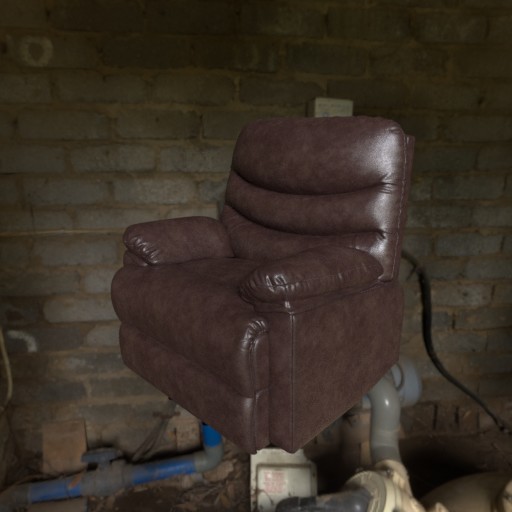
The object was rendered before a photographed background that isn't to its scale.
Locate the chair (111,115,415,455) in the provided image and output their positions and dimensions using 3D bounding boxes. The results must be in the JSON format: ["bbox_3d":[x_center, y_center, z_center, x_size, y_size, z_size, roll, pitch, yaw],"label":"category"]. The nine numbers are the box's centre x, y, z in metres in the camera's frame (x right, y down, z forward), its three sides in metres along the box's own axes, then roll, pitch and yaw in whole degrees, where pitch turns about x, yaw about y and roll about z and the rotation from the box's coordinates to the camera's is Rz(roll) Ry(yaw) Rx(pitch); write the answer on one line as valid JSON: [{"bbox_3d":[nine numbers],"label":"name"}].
[{"bbox_3d":[0.000,0.000,1.719,0.879,1.041,0.940,-15,22,-43],"label":"chair"}]
